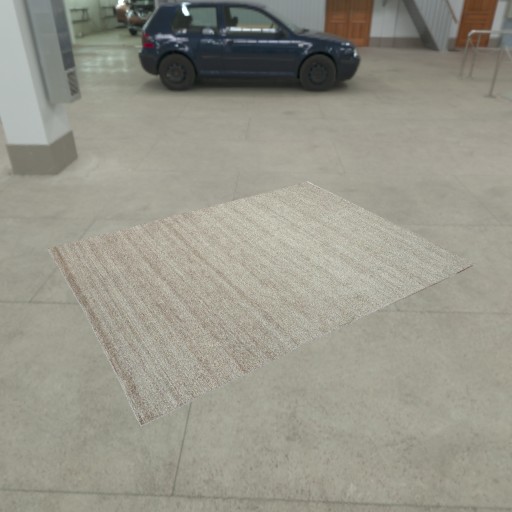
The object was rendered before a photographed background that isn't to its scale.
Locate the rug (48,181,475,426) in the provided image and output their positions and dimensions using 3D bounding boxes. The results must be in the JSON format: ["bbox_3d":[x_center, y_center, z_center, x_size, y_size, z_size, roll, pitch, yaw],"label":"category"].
[{"bbox_3d":[0.000,0.000,4.141,3.202,0.045,2.434,-19,35,-28],"label":"rug"}]
